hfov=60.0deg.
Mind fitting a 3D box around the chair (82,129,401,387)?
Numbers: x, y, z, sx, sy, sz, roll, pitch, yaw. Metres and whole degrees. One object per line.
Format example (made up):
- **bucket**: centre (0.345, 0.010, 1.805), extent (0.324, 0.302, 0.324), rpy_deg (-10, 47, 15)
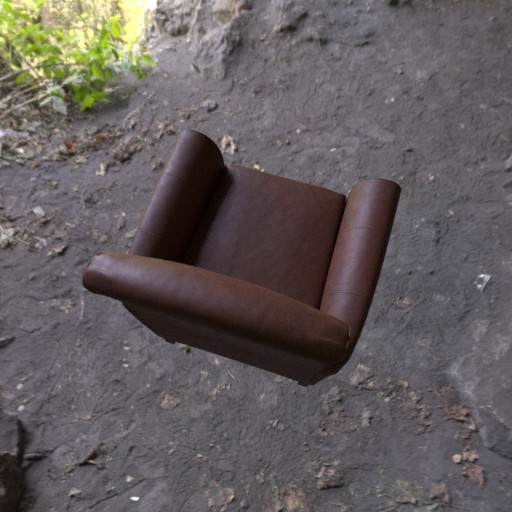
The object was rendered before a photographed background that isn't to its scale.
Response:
- **chair**: centre (0.000, 0.000, 1.766), extent (0.978, 1.061, 0.902), rpy_deg (16, 65, 8)
